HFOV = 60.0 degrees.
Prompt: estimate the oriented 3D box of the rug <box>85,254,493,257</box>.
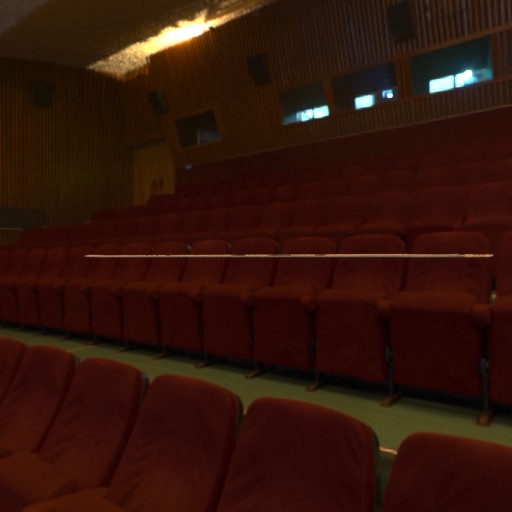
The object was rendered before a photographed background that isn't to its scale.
[{"bbox_3d":[0.000,0.000,2.513,2.301,0.017,0.692,0,0,36],"label":"rug"}]
